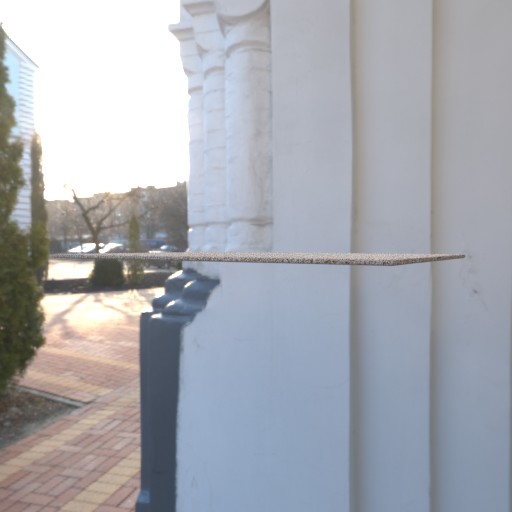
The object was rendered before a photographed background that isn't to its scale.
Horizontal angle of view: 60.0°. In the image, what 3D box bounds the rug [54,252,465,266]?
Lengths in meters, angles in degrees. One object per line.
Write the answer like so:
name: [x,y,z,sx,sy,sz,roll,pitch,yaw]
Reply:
rug: [0.000,0.000,3.500,2.743,0.030,1.778,1,1,35]
